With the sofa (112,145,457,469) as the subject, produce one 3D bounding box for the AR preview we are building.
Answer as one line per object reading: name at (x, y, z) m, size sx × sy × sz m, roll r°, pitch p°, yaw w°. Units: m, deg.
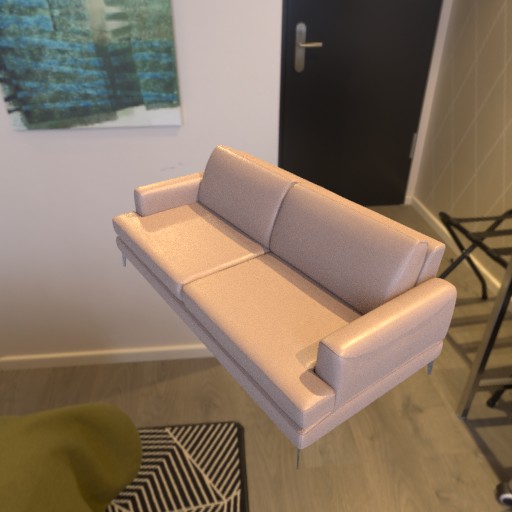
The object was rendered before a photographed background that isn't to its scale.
sofa at (0.000, 0.000, 2.481) m, size 0.974 × 0.765 × 1.940 m, roll -21°, pitch 37°, yaw -30°
